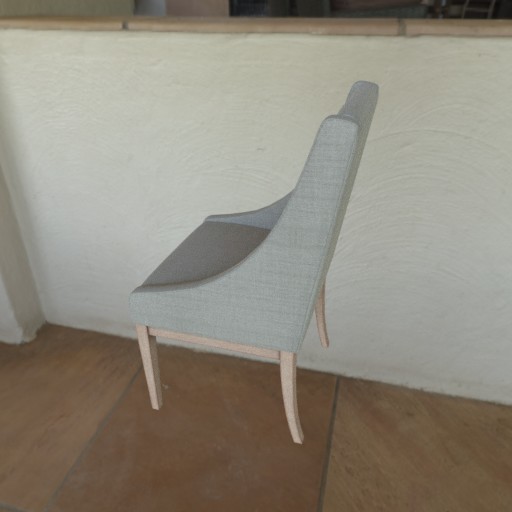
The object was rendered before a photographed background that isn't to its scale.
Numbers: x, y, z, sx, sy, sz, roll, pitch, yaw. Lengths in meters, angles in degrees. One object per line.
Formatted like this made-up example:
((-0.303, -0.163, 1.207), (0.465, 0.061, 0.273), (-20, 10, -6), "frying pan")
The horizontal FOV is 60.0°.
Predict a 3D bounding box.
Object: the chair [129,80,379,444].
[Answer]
((0.000, 0.000, 1.429), (0.611, 1.021, 0.575), (9, 31, 16), "chair")
